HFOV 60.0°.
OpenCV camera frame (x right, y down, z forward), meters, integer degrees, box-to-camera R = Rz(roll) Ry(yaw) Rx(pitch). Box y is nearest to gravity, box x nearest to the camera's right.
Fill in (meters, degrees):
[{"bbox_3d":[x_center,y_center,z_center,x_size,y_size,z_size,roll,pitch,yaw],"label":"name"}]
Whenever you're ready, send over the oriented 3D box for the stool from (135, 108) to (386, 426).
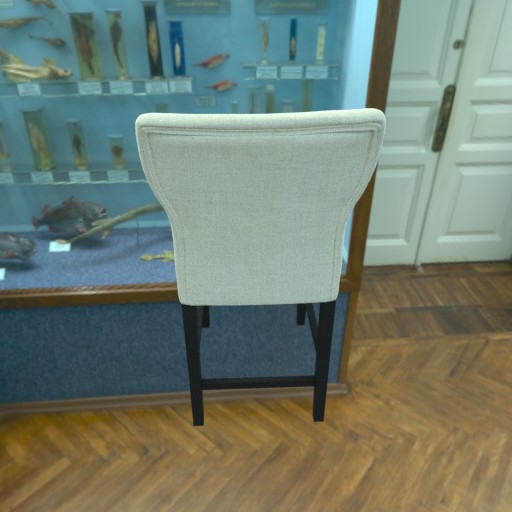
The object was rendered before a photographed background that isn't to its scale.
[{"bbox_3d":[0.000,0.000,1.340,0.514,0.972,0.603,-1,31,-2],"label":"stool"}]
